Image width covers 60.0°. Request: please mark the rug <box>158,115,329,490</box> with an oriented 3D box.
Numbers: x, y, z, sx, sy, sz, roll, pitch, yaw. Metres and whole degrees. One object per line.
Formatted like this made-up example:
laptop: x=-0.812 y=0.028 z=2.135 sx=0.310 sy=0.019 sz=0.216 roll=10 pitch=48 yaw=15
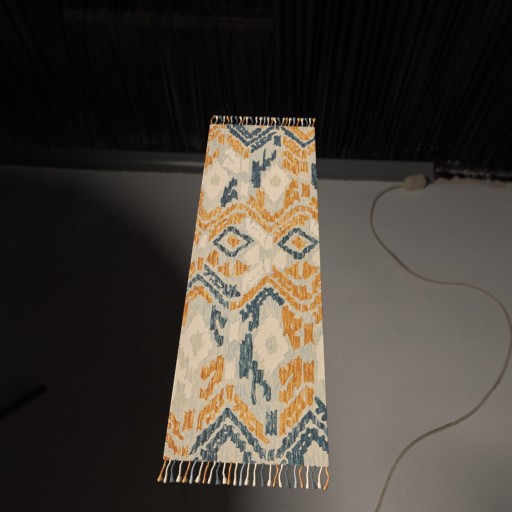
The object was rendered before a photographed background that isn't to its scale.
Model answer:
rug: x=0.000 y=0.000 z=2.625 sx=0.783 sy=0.010 sz=2.437 roll=2 pitch=58 yaw=1
